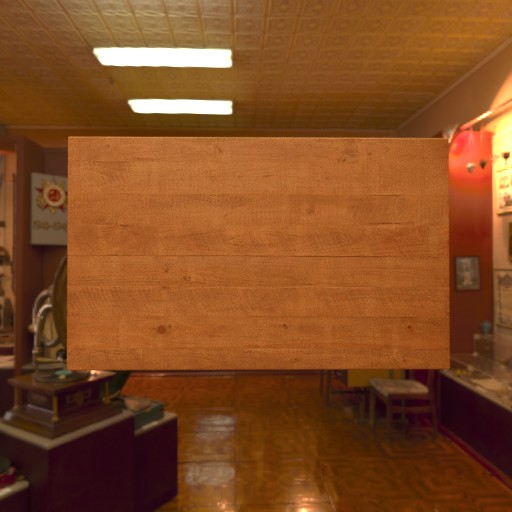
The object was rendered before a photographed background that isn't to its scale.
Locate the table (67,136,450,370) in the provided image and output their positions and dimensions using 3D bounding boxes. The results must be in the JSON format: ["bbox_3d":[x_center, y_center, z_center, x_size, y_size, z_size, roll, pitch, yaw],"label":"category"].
[{"bbox_3d":[0.000,0.000,3.053,1.707,1.041,2.149,0,-1,-1],"label":"table"}]
